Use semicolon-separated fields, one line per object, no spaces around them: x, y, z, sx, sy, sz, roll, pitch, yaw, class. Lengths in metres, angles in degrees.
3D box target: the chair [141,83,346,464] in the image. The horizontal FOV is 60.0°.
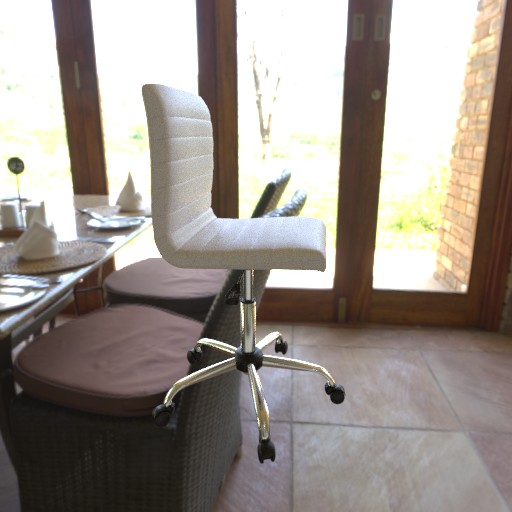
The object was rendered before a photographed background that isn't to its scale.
0.000;0.000;1.055;0.455;0.750;0.520;2;16;8;chair
